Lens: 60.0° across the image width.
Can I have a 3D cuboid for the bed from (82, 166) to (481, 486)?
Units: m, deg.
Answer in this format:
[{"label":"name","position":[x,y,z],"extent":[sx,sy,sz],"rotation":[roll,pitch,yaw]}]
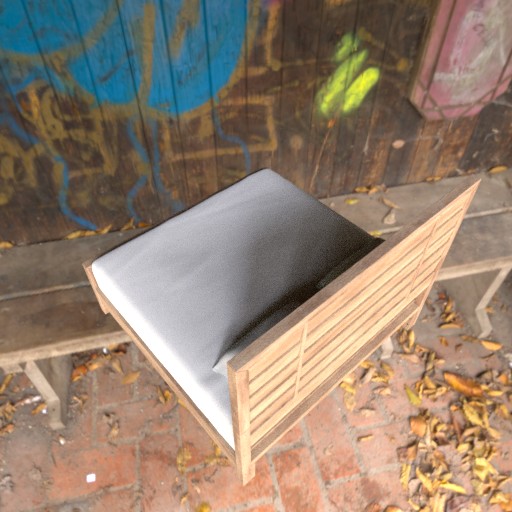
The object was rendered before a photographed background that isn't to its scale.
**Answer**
[{"label":"bed","position":[0.000,0.000,3.459],"extent":[2.032,1.626,2.032],"rotation":[-33,55,-27]}]
